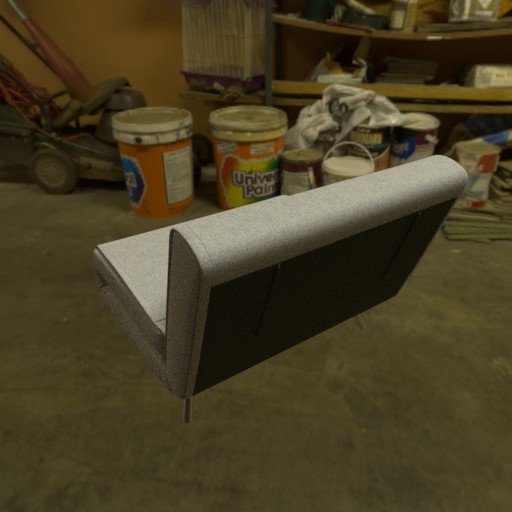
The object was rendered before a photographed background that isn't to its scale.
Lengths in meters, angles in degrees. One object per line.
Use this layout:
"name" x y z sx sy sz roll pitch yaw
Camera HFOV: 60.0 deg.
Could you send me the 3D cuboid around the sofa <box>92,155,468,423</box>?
"sofa" 0.000 0.000 1.719 1.020 0.825 1.000 -19 35 -30
